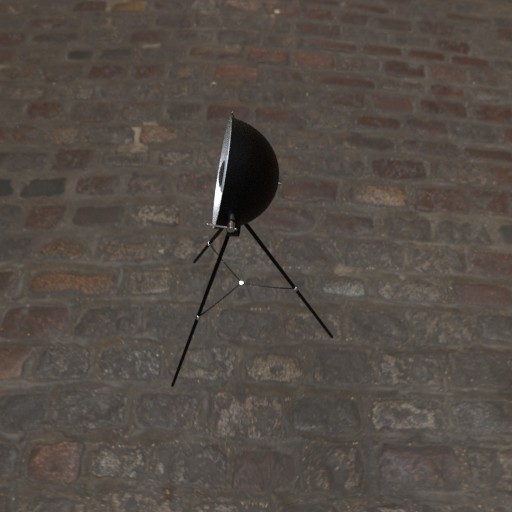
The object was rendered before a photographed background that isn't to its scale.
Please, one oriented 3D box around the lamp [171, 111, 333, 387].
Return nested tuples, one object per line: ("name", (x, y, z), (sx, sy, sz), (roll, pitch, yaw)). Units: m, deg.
("lamp", (0.000, 0.000, 2.033), (0.920, 1.512, 0.817), (2, 58, 1))
